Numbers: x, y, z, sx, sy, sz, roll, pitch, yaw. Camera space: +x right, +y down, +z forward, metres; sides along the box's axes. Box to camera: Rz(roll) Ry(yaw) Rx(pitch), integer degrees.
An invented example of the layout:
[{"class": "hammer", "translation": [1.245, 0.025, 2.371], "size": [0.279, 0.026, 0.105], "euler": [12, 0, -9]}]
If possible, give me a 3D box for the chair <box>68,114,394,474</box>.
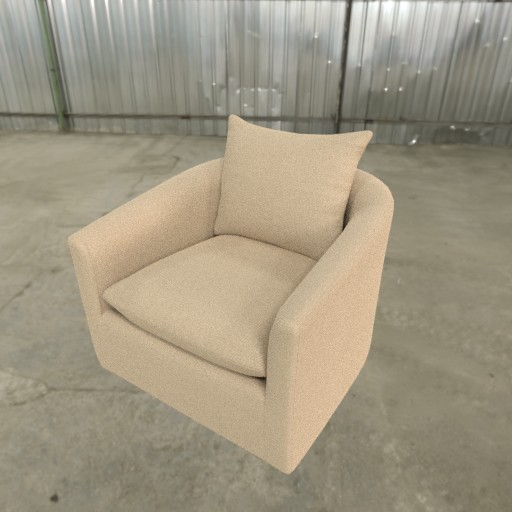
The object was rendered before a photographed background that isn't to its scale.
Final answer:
[{"class": "chair", "translation": [0.000, 0.000, 1.579], "size": [0.845, 0.848, 0.910], "euler": [17, 33, 29]}]
